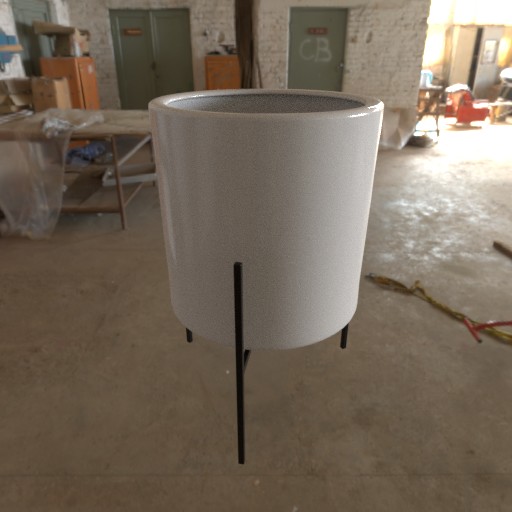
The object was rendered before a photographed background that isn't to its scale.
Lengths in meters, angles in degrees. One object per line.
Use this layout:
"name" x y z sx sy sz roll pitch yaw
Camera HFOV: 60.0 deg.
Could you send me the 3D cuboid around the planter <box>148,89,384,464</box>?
"planter" 0.000 0.000 0.638 0.308 0.431 0.307 17 31 32
